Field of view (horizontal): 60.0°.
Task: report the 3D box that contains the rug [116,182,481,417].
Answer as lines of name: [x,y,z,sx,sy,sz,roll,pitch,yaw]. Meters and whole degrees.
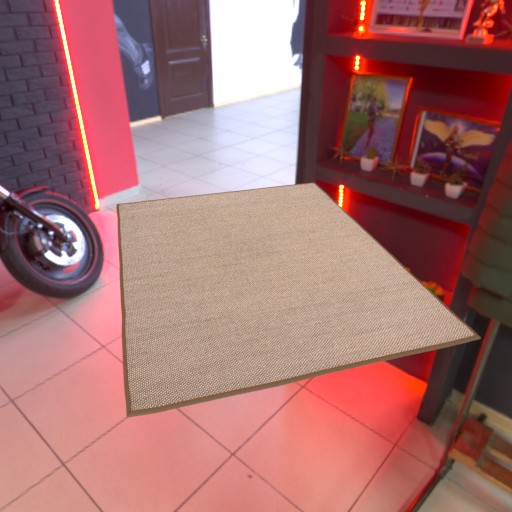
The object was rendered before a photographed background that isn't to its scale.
rug: [0.000,0.000,4.040,2.413,0.020,3.041,-9,32,-14]
